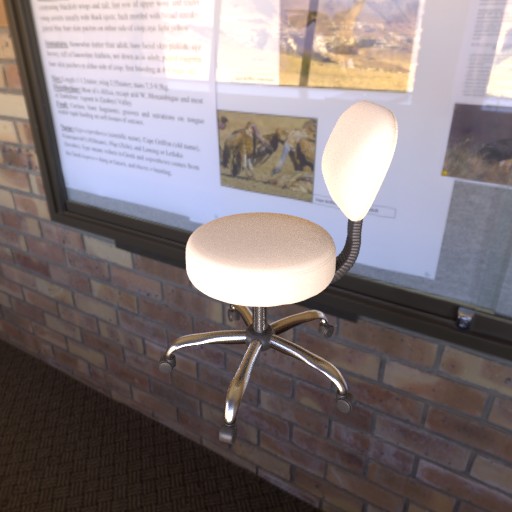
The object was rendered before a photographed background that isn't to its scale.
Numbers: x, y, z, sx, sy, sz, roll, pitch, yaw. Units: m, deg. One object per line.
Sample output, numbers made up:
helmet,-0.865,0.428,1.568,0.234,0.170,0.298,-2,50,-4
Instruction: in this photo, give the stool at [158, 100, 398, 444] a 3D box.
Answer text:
stool,0.000,0.000,1.240,0.616,0.810,0.609,0,26,-1
